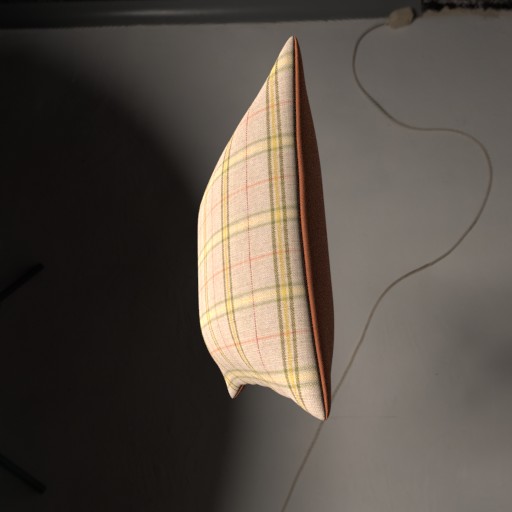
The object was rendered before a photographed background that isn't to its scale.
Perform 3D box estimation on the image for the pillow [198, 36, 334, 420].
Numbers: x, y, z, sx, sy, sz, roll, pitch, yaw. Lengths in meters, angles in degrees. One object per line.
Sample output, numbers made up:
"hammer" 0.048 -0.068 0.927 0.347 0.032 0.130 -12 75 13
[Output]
"pillow" 0.000 0.000 0.698 0.200 0.430 0.453 -3 75 -1
